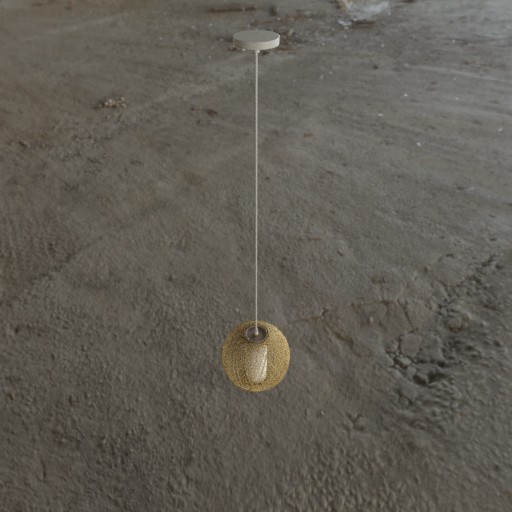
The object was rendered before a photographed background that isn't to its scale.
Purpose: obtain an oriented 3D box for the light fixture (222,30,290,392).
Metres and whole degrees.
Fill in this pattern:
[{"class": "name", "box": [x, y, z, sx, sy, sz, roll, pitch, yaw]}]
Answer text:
[{"class": "light fixture", "box": [0.000, 0.000, 2.135, 0.406, 1.955, 0.407, 25, 46, 27]}]
